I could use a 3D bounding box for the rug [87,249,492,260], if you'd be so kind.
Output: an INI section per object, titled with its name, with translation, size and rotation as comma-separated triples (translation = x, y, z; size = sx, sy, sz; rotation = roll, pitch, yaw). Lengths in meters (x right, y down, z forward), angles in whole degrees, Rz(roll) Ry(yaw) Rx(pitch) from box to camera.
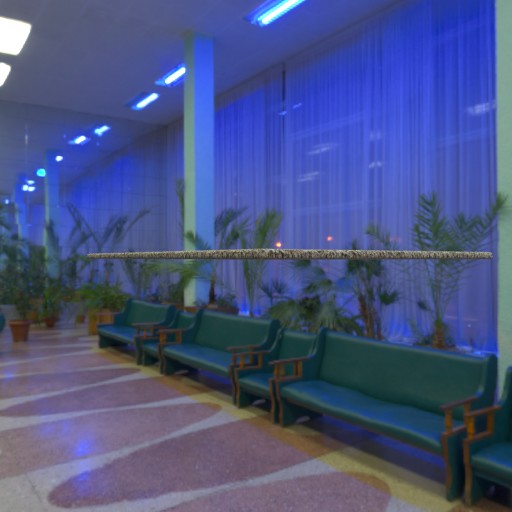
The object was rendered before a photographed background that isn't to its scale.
[rug]
translation = 0.000, 0.000, 2.257
size = 1.219, 0.030, 1.778
rotation = 0, 0, -35
